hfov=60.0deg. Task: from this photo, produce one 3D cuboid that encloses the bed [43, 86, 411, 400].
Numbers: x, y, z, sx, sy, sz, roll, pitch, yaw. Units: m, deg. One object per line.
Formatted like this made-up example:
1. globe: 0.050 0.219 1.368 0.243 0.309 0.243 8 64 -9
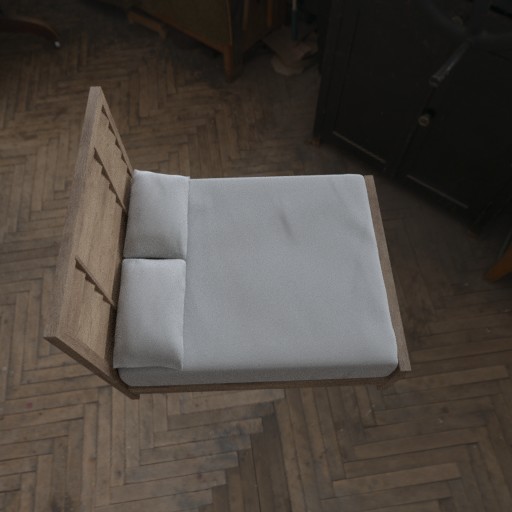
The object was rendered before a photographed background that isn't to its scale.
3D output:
1. bed: 0.000 0.000 3.134 2.017 1.631 1.615 -2 63 -1
